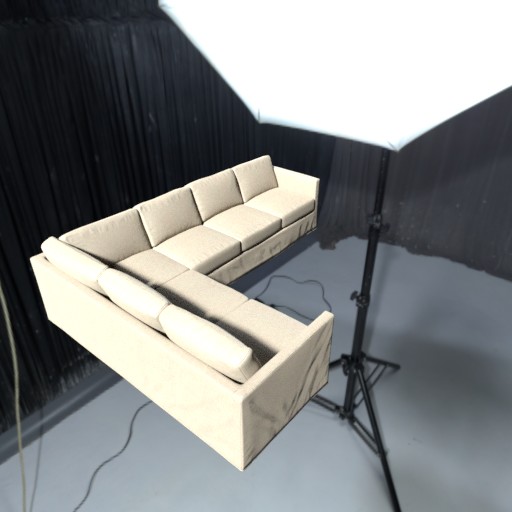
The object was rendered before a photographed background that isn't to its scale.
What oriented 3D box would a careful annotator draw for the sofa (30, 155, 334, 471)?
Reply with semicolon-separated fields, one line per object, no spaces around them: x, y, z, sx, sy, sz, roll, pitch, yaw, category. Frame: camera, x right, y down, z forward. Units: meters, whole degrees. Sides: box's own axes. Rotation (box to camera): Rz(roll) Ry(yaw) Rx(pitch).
0.000;0.000;4.297;2.432;0.871;3.182;23;38;33;sofa
